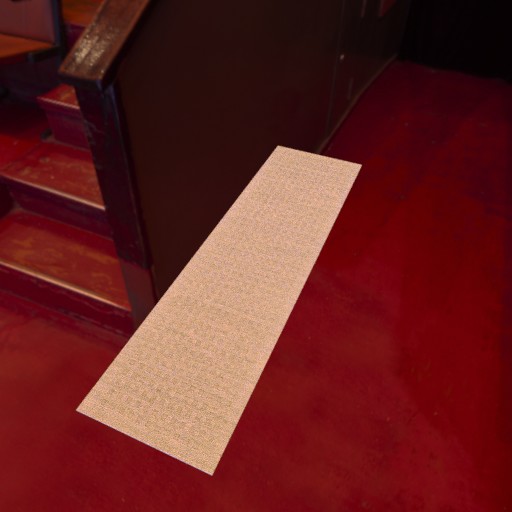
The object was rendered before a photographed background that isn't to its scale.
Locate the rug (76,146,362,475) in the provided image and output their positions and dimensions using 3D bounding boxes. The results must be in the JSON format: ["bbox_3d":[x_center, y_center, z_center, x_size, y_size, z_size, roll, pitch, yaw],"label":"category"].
[{"bbox_3d":[0.000,0.000,2.676,0.686,0.006,2.437,17,47,17],"label":"rug"}]
